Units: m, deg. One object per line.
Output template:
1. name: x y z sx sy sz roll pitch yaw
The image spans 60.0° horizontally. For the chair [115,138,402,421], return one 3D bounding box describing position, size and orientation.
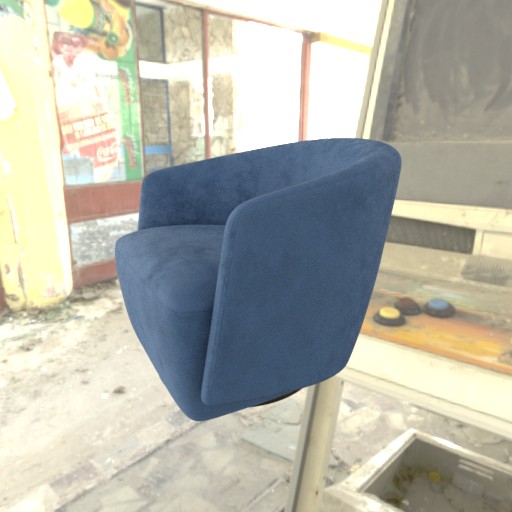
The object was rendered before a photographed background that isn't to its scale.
1. chair: 0.000 0.000 1.366 0.767 0.698 0.773 -8 18 -26
